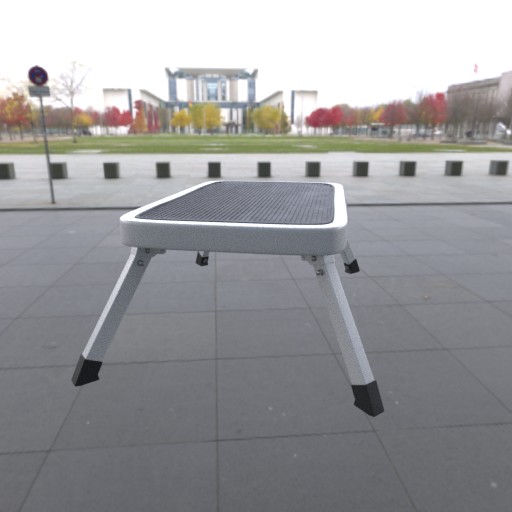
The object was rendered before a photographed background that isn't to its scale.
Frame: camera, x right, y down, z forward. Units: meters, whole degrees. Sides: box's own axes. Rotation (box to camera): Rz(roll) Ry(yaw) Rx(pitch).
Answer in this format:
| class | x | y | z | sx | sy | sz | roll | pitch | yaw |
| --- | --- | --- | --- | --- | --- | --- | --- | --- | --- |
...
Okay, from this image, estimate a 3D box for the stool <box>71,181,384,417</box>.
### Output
| class | x | y | z | sx | sy | sz | roll | pitch | yaw |
| --- | --- | --- | --- | --- | --- | --- | --- | --- | --- |
| stool | 0.000 | 0.000 | 0.628 | 0.320 | 0.170 | 0.460 | 3 | 16 | 9 |
